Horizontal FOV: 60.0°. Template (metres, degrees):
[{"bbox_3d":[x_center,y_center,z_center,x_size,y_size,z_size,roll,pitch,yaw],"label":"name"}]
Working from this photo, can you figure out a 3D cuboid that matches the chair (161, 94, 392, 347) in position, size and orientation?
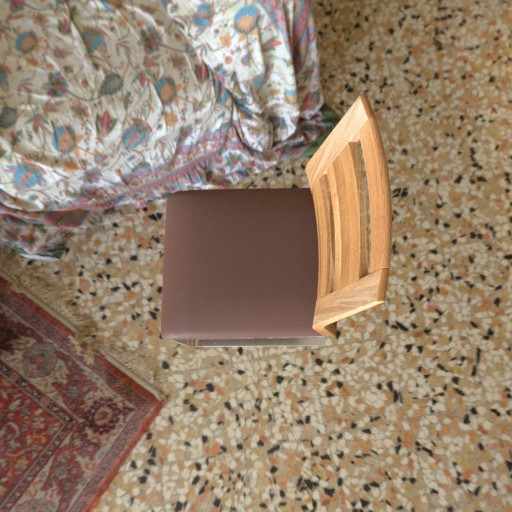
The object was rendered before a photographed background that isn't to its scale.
[{"bbox_3d":[0.000,0.000,1.280,0.570,0.970,0.460,-1,75,0],"label":"chair"}]
